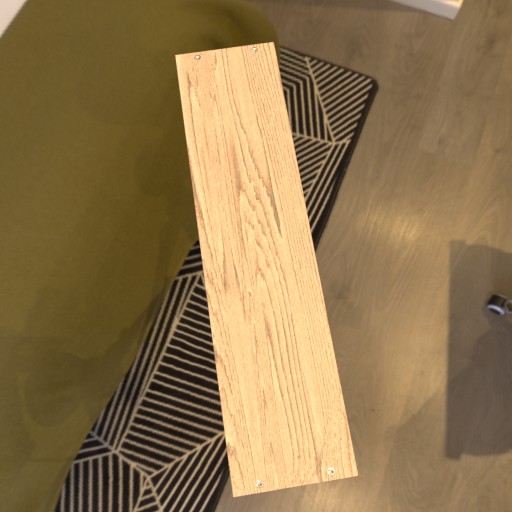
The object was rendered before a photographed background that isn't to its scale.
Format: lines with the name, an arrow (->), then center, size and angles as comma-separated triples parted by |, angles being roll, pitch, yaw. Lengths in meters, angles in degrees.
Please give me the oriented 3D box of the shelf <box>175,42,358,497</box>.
shelf -> 0.000, 0.000, 0.678 | 0.150, 0.170, 0.610 | -9, 76, -2
